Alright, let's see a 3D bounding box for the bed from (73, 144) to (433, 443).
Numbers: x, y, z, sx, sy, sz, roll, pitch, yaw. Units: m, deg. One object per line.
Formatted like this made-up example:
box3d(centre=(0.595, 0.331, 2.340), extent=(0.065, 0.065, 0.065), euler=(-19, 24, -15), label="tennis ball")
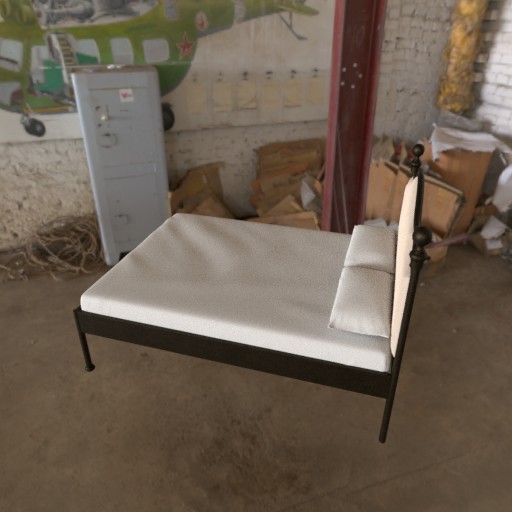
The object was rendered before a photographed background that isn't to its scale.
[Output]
box3d(centre=(0.000, 0.000, 3.366), extent=(2.224, 1.499, 1.642), euler=(8, 30, 15), label="bed")
